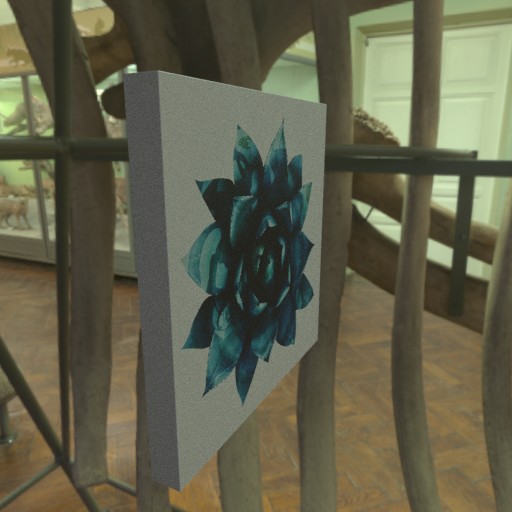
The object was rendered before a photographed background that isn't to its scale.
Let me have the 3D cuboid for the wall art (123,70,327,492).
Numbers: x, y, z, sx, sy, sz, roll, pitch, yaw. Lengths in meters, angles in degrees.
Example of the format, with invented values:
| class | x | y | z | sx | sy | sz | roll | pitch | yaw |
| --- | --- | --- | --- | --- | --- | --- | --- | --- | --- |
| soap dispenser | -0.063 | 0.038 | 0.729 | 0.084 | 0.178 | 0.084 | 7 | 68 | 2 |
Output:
| class | x | y | z | sx | sy | sz | roll | pitch | yaw |
| --- | --- | --- | --- | --- | --- | --- | --- | --- | --- |
| wall art | 0.000 | 0.000 | 0.589 | 0.038 | 0.406 | 0.406 | 8 | 17 | 27 |
